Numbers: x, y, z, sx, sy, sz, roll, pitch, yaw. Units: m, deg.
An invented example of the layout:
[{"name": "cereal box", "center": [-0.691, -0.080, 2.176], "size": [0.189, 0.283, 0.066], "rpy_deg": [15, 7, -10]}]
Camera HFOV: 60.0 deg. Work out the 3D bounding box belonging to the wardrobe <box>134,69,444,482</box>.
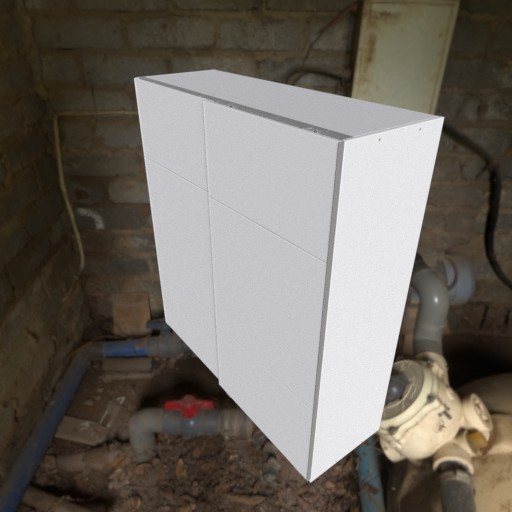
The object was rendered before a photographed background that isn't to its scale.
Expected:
[{"name": "wardrobe", "center": [0.000, 0.000, 2.791], "size": [0.629, 1.960, 1.780], "rpy_deg": [-21, 36, -31]}]
